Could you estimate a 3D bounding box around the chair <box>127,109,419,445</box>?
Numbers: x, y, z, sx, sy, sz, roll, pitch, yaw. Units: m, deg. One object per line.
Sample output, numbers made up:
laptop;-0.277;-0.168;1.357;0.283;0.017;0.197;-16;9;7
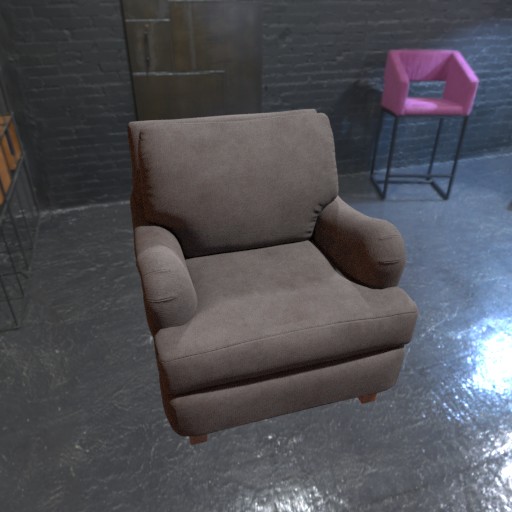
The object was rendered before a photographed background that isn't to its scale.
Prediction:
chair;0.000;0.000;1.840;0.955;0.997;1.070;-9;33;-14
